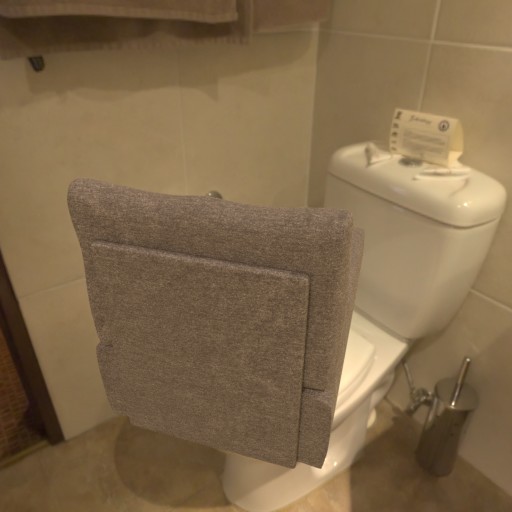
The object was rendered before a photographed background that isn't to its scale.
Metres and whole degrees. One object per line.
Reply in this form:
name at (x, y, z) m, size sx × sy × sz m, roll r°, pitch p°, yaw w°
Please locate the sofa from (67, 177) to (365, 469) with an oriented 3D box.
sofa at (0.000, 0.000, 1.542) m, size 0.700 × 0.820 × 1.000 m, roll 9°, pitch 32°, yaw 14°
